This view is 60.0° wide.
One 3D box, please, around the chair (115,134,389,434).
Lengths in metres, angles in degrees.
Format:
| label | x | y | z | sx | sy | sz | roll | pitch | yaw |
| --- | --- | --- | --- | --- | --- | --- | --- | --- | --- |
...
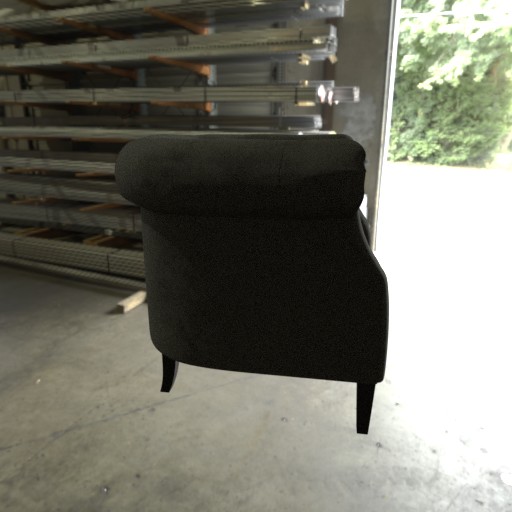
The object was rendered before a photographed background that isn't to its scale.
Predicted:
| label | x | y | z | sx | sy | sz | roll | pitch | yaw |
| --- | --- | --- | --- | --- | --- | --- | --- | --- | --- |
| chair | 0.000 | 0.000 | 1.563 | 0.851 | 0.826 | 0.904 | 3 | 17 | 9 |
